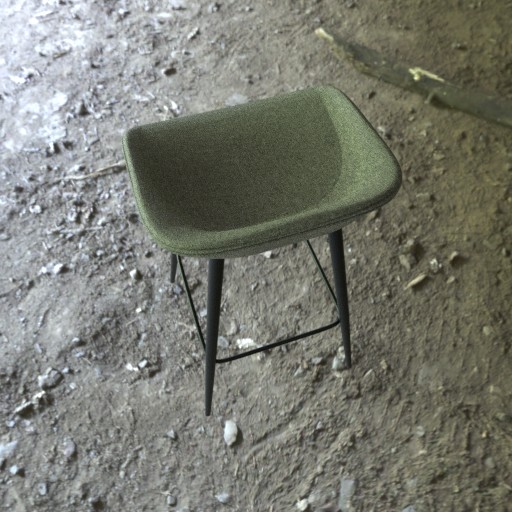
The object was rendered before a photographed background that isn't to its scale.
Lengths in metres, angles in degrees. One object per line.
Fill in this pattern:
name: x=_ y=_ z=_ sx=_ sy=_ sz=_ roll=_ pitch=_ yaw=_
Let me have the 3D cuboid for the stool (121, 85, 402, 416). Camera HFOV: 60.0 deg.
stool: x=0.000 y=0.000 z=1.106 sx=0.469 sy=0.814 sz=0.480 roll=-16 pitch=60 yaw=-10
